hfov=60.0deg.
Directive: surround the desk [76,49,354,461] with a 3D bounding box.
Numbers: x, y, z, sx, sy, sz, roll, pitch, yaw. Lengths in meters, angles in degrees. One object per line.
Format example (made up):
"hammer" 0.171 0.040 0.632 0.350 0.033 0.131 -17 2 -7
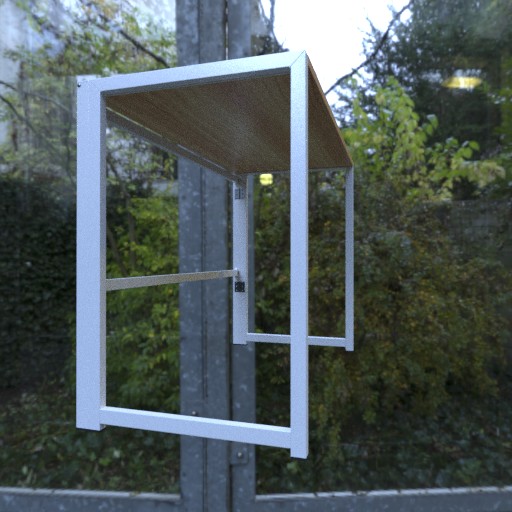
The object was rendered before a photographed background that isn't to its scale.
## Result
"desk" 0.000 0.000 1.377 0.508 0.762 1.016 0 0 17
